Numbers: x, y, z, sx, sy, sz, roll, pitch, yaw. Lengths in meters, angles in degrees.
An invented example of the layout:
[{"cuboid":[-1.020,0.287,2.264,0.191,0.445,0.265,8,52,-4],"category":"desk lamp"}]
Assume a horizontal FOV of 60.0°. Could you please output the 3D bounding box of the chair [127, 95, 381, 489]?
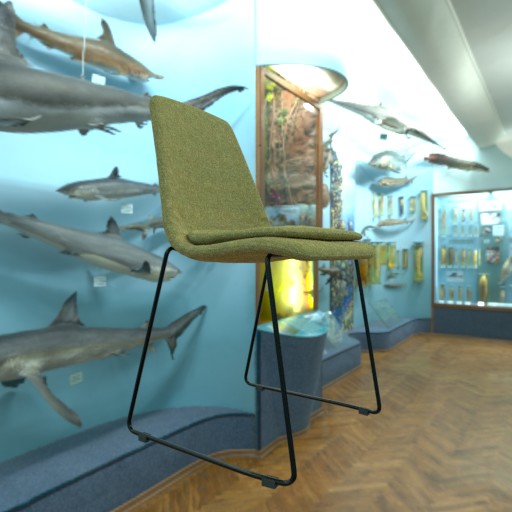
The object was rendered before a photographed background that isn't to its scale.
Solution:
[{"cuboid":[0.000,0.000,1.118,0.496,0.849,0.479,0,1,36],"category":"chair"}]
